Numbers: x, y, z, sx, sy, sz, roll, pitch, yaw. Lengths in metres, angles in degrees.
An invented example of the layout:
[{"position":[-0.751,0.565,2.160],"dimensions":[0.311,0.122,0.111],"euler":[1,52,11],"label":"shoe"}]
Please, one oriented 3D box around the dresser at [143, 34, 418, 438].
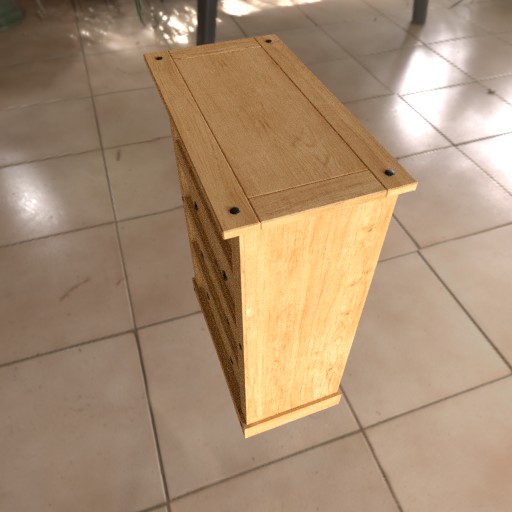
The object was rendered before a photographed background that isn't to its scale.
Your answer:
[{"position":[0.000,0.000,1.761],"dimensions":[0.485,1.300,0.915],"euler":[-15,50,-13],"label":"dresser"}]
